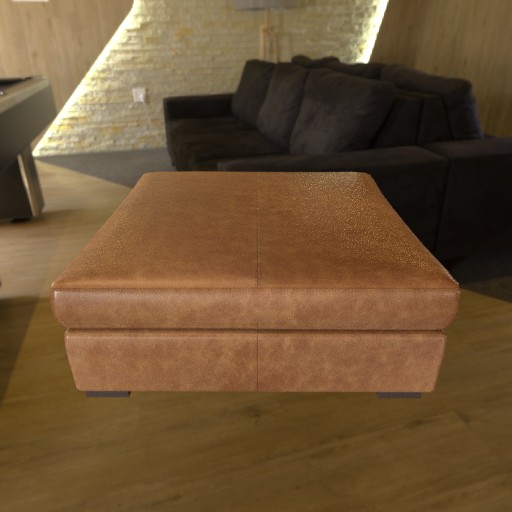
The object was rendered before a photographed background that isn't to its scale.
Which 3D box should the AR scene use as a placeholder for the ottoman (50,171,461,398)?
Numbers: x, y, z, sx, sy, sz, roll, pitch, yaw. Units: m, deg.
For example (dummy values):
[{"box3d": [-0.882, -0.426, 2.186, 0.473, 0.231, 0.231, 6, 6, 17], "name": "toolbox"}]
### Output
[{"box3d": [0.000, 0.000, 1.824, 1.168, 0.483, 1.169, 0, 26, 0], "name": "ottoman"}]
